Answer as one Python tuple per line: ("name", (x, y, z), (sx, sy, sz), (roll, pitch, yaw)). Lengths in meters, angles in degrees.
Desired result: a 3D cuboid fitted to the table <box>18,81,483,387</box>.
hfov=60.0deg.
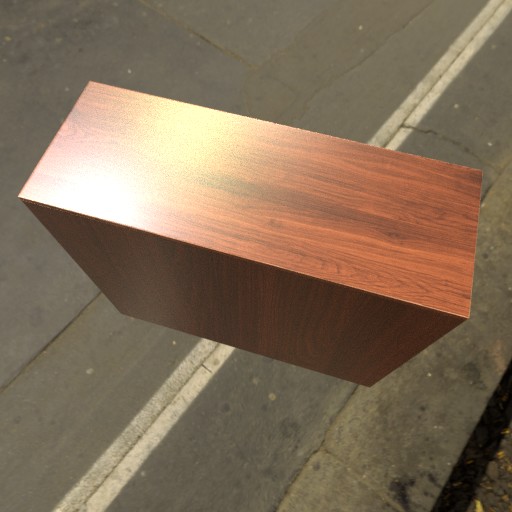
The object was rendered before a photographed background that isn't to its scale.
("table", (0.000, 0.000, 1.305), (0.930, 0.790, 0.380), (15, 65, 7))
